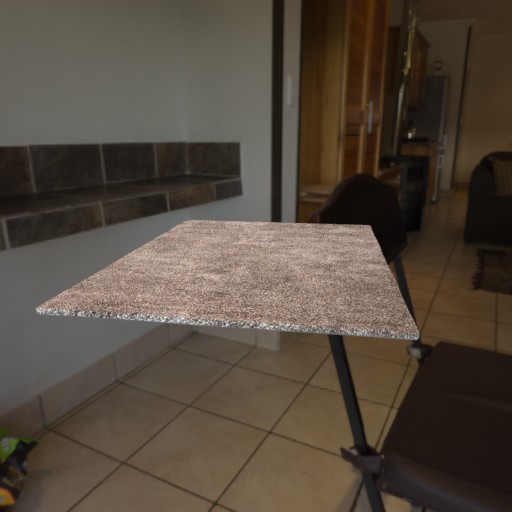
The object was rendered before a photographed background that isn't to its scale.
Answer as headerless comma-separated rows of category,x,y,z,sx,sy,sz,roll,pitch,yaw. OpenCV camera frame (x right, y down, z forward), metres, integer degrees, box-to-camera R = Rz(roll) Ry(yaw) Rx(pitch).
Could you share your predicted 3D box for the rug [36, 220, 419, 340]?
rug,0.000,0.000,2.113,1.198,0.025,1.601,2,15,9
